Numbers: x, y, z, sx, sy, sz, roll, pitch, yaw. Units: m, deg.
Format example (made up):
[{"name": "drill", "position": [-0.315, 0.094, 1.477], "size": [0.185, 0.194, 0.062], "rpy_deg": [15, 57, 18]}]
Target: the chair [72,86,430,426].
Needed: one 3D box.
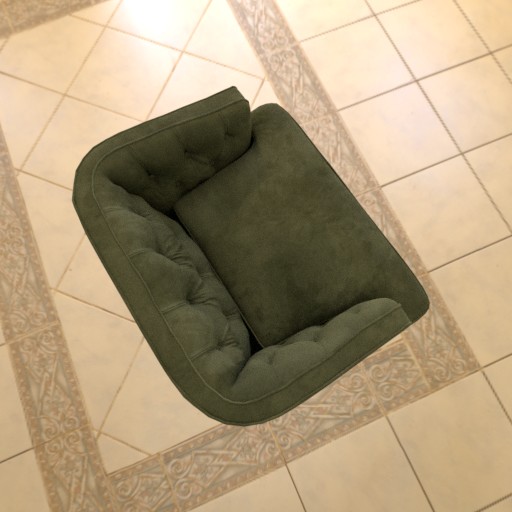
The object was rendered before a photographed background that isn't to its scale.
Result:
[{"name": "chair", "position": [0.000, 0.000, 1.760], "size": [0.941, 0.852, 1.104], "rpy_deg": [-32, 76, -9]}]
